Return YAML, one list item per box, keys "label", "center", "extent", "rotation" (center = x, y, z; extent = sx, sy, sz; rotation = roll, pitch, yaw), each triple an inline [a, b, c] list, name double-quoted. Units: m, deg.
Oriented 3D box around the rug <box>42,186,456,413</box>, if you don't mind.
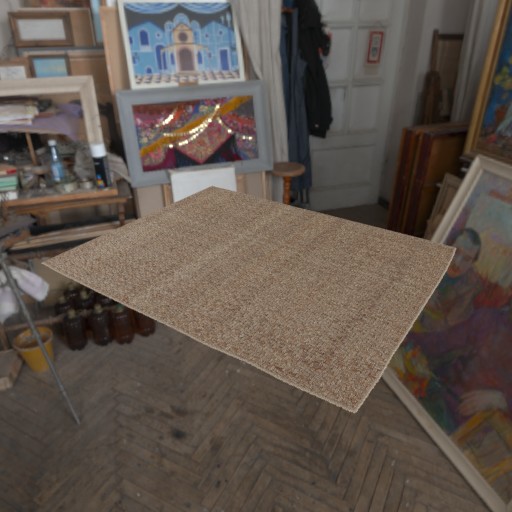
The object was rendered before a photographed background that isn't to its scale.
- label: "rug"
  center: [0.000, 0.000, 4.105]
  extent: [3.048, 0.013, 2.439]
  rotation: [19, 34, 30]
